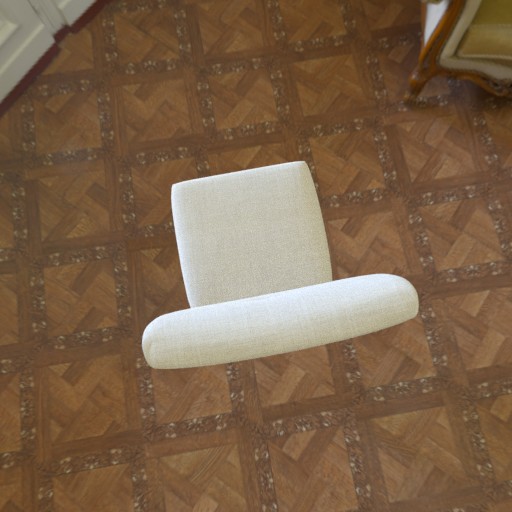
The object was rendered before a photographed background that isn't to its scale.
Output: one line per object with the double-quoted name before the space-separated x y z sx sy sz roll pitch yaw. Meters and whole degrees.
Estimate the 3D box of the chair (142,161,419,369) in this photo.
"chair" 0.000 0.000 1.290 0.509 0.921 0.597 -11 76 -3
